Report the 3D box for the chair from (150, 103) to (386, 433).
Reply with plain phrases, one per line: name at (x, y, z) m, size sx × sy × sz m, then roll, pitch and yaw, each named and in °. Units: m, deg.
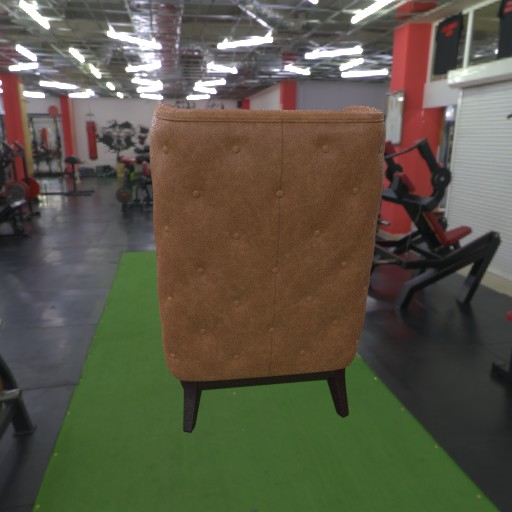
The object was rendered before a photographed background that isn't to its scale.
chair at (0.000, 0.000, 1.700) m, size 0.766 × 1.079 × 0.899 m, roll -2°, pitch 15°, yaw -9°
